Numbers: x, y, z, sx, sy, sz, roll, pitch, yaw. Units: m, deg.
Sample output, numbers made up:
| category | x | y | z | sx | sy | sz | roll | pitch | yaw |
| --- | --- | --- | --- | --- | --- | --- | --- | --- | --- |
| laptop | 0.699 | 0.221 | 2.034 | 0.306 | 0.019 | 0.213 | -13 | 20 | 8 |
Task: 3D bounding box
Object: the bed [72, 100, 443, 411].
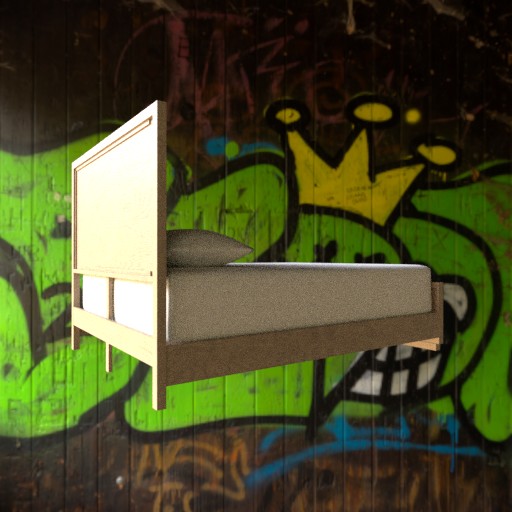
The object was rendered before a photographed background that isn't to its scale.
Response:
| category | x | y | z | sx | sy | sz | roll | pitch | yaw |
| --- | --- | --- | --- | --- | --- | --- | --- | --- | --- |
| bed | 0.000 | 0.000 | 3.238 | 2.189 | 1.369 | 1.606 | 0 | 0 | -35 |
